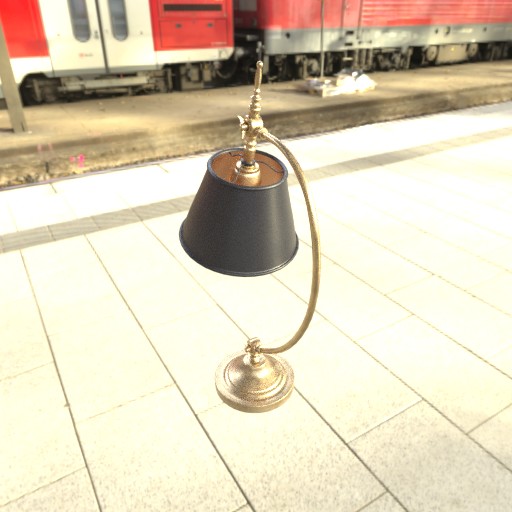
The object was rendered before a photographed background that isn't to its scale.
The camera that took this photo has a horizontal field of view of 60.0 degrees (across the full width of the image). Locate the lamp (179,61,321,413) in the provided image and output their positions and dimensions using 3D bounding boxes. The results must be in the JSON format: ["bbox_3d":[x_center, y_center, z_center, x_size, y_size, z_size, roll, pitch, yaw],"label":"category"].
[{"bbox_3d":[0.000,0.000,0.832,0.235,0.675,0.344,-18,34,-29],"label":"lamp"}]
